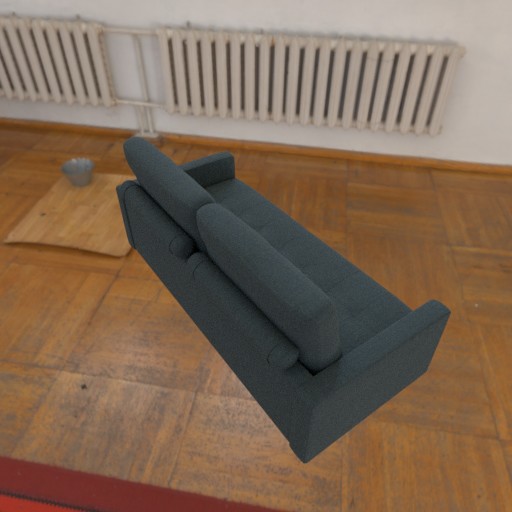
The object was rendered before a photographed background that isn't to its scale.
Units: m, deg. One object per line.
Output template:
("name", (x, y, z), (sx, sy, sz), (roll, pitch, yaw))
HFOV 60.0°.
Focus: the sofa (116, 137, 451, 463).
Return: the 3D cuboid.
("sofa", (0.000, 0.000, 2.629), (0.966, 1.050, 2.010), (-25, 46, -26))
